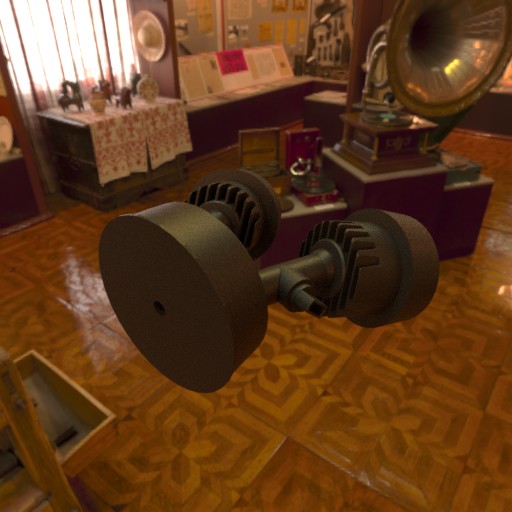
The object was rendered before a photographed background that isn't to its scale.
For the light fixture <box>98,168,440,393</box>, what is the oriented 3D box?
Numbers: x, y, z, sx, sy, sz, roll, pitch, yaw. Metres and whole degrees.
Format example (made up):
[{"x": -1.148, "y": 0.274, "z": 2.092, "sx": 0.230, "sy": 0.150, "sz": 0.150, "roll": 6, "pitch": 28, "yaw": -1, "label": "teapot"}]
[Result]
[{"x": 0.000, "y": 0.000, "z": 0.301, "sx": 0.213, "sy": 0.120, "sz": 0.168, "roll": 22, "pitch": 38, "yaw": 33, "label": "light fixture"}]
